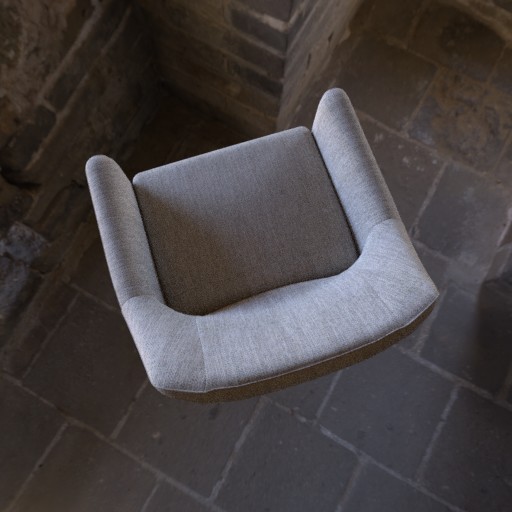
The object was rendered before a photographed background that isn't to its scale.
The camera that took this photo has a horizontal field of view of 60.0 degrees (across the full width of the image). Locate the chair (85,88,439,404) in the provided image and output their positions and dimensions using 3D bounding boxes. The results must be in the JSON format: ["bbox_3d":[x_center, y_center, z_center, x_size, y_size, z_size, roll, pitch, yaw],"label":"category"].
[{"bbox_3d":[0.000,0.000,1.353,0.796,0.761,0.758,-17,76,-5],"label":"chair"}]
